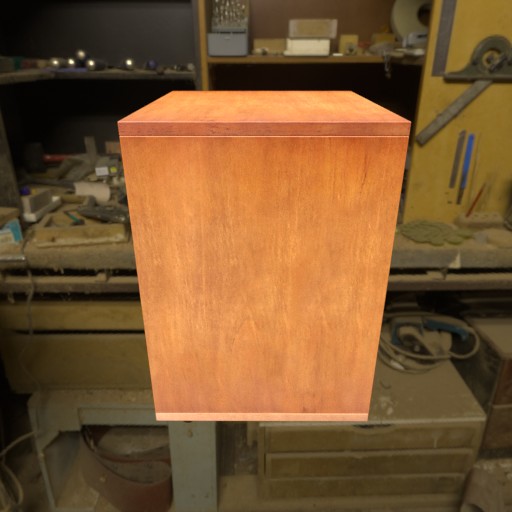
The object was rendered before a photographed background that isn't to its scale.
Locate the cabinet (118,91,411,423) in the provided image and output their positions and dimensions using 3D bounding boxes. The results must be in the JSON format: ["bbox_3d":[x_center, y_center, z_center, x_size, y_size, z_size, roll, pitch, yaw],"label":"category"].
[{"bbox_3d":[0.000,0.000,0.880,0.401,0.579,0.409,0,26,0],"label":"cabinet"}]
